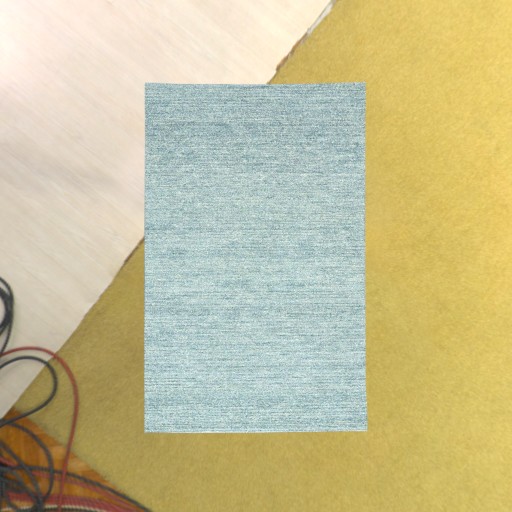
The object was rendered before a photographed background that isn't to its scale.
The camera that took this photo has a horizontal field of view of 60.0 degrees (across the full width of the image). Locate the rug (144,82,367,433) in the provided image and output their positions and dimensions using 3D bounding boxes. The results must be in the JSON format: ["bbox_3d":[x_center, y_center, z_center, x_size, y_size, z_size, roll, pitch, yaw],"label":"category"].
[{"bbox_3d":[0.000,0.000,2.335,1.174,0.022,1.853,0,89,-1],"label":"rug"}]
